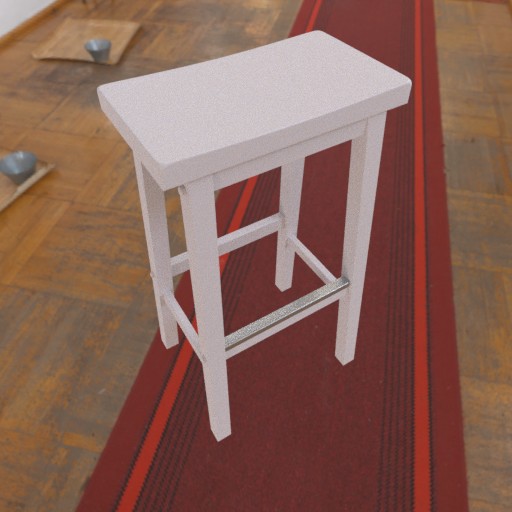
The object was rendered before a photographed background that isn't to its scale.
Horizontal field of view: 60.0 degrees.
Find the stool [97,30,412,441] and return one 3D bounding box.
[{"bbox_3d":[0.000,0.000,0.918,0.406,0.742,0.322,-24,52,-21],"label":"stool"}]
